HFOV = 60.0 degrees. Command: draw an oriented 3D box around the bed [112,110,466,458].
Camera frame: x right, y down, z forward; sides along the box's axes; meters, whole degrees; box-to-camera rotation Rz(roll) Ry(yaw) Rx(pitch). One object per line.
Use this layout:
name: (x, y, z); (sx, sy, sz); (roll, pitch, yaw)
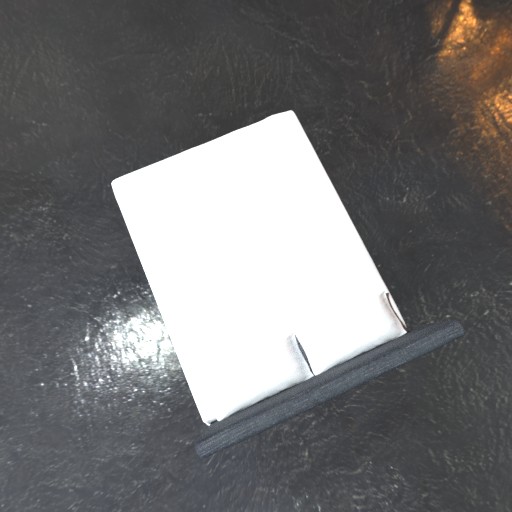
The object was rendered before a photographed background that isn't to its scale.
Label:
bed: (0.000, 0.000, 3.284); (1.723, 1.330, 2.142); (-23, 76, -6)
